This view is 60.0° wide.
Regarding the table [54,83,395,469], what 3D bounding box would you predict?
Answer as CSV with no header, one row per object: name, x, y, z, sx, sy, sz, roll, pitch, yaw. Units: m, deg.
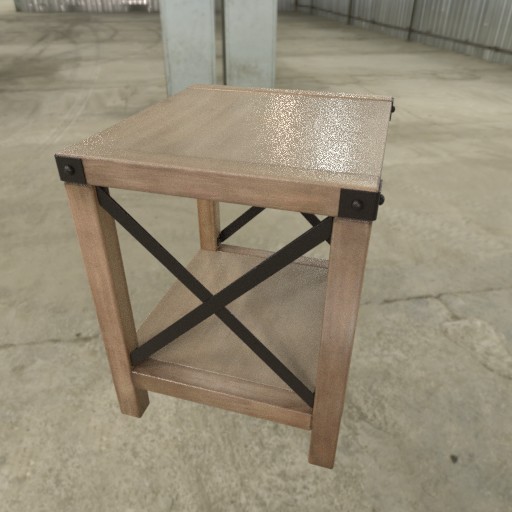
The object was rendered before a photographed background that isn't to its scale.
table,0.000,0.000,0.914,0.459,0.561,0.510,9,33,14
